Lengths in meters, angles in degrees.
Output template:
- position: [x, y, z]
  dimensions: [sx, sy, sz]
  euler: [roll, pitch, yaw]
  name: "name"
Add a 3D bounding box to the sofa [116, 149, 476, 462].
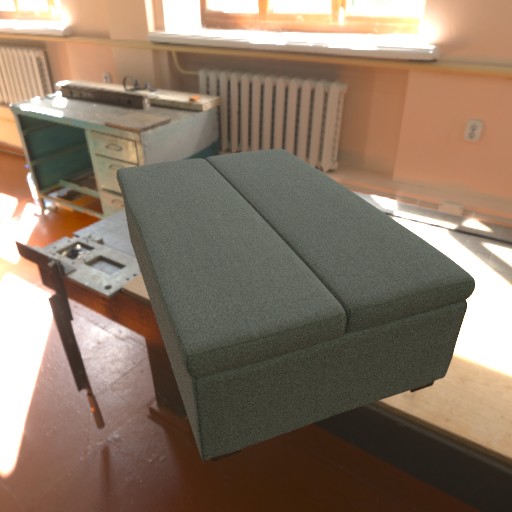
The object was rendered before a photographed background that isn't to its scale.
- position: [0.000, 0.000, 1.621]
  dimensions: [0.817, 0.434, 1.250]
  euler: [-11, 32, -19]
  name: "sofa"
